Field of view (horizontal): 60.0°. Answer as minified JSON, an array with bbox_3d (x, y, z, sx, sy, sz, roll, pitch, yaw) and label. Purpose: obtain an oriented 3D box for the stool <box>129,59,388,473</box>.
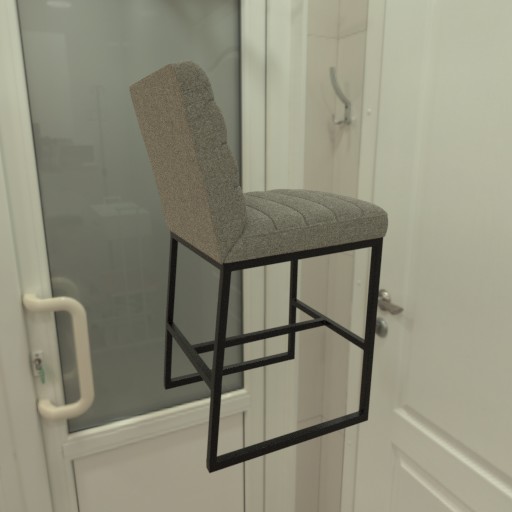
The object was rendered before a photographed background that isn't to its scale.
[{"bbox_3d":[0.000,0.000,1.249,0.560,0.940,0.460,-7,16,-25],"label":"stool"}]
